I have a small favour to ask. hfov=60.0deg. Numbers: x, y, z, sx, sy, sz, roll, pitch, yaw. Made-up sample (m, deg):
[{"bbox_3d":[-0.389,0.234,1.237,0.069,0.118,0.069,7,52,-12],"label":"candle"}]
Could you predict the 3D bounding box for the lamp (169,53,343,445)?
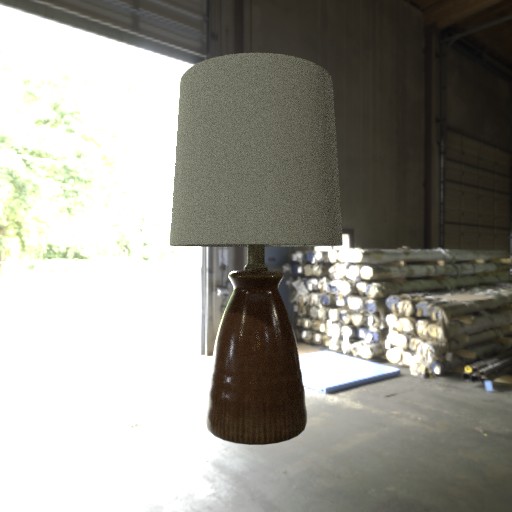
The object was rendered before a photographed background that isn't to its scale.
[{"bbox_3d":[0.000,0.000,0.484,0.186,0.369,0.186,0,0,0],"label":"lamp"}]
